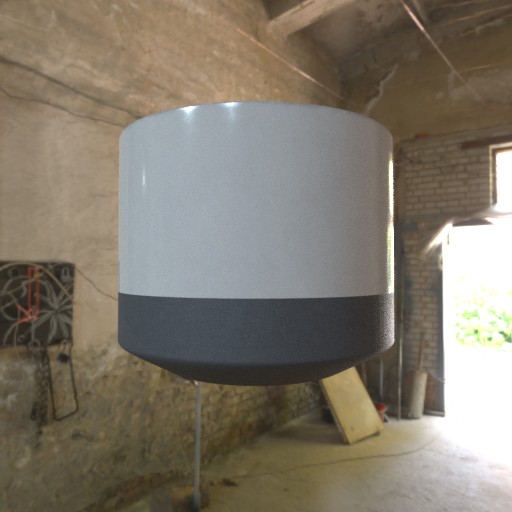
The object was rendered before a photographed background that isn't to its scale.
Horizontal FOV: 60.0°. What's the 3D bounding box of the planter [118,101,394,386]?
[{"bbox_3d":[0.000,0.000,0.216,0.128,0.105,0.128,0,-1,0],"label":"planter"}]
